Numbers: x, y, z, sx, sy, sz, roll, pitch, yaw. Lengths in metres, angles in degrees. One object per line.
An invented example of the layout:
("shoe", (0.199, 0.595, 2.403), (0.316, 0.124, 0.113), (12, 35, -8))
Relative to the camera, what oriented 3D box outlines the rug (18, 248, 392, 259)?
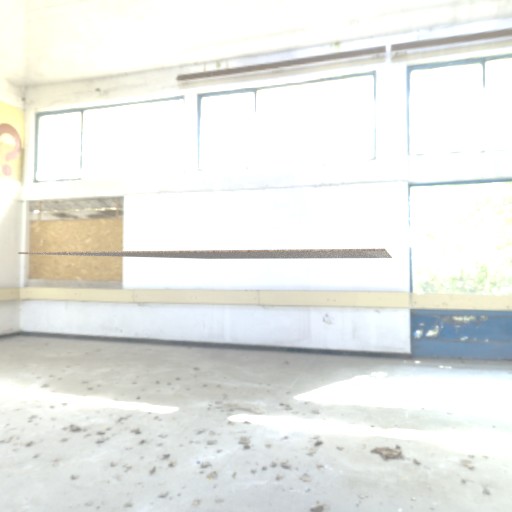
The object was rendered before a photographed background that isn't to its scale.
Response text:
("rug", (0.000, 0.000, 4.222), (2.448, 0.013, 3.205), (0, -1, 18))
